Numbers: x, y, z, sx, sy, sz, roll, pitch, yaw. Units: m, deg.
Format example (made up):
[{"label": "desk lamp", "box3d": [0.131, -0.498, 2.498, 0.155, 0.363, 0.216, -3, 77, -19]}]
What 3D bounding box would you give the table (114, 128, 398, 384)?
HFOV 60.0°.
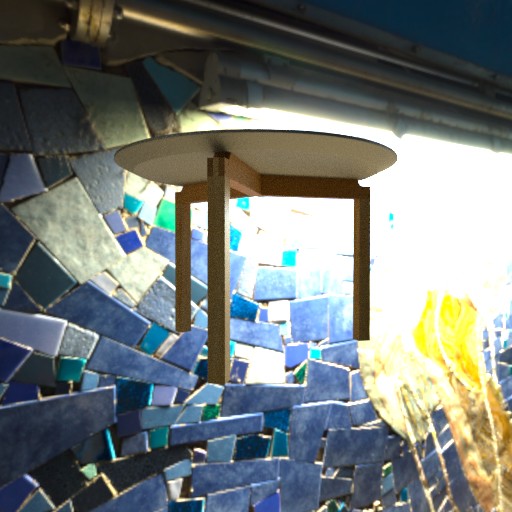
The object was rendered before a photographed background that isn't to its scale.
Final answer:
[{"label": "table", "box3d": [0.000, 0.000, 0.987, 0.600, 0.405, 0.600, 0, 1, 0]}]
